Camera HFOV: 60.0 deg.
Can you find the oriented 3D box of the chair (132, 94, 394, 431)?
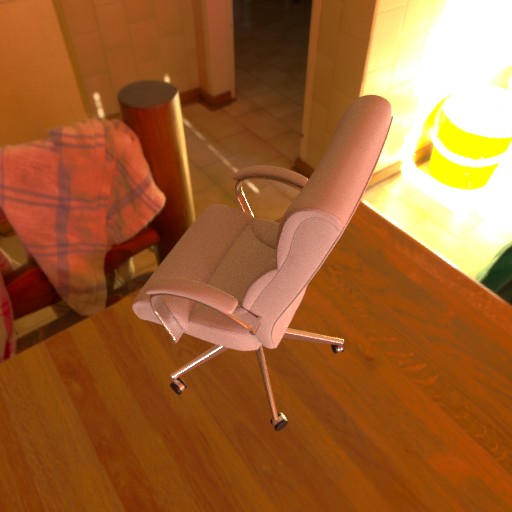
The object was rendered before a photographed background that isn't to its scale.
[{"bbox_3d":[0.000,0.000,1.570,0.745,1.099,0.727,17,49,16],"label":"chair"}]
